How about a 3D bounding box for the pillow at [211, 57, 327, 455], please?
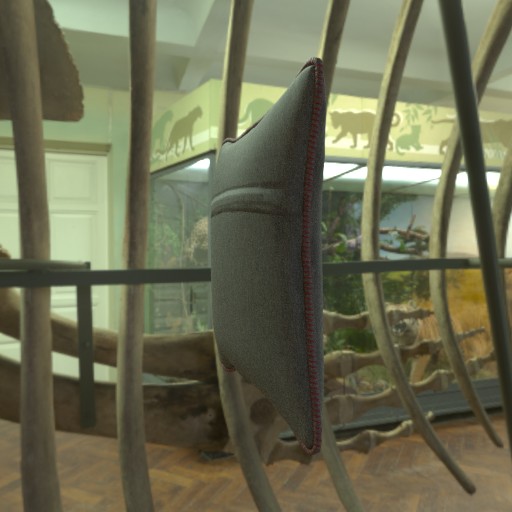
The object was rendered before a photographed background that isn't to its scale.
[{"bbox_3d":[0.000,0.000,0.751,0.124,0.491,0.482,0,1,-19],"label":"pillow"}]
